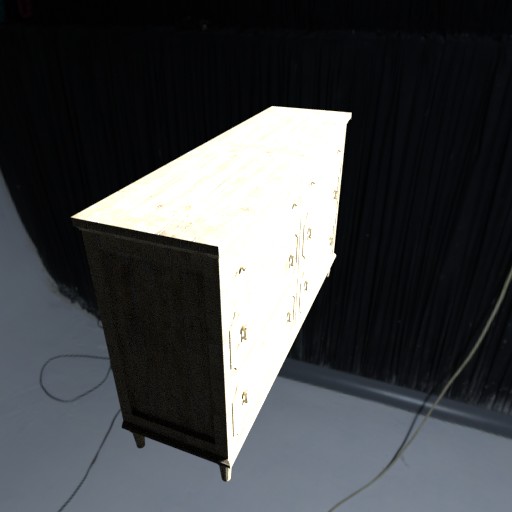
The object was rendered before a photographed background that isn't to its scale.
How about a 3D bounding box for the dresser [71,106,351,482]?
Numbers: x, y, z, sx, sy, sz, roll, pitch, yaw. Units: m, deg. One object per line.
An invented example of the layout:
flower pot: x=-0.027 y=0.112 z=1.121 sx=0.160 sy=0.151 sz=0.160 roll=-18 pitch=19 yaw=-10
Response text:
dresser: x=0.000 y=0.000 z=2.067 sx=0.457 sy=1.016 sz=1.626 roll=11 pitch=32 yaw=19
